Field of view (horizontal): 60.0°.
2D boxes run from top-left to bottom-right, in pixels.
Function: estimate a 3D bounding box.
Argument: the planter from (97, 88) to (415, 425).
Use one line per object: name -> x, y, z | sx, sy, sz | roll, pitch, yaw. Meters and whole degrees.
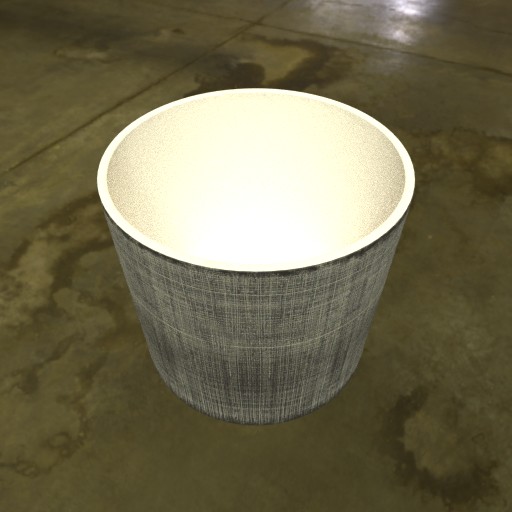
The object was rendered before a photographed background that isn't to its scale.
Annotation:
planter -> 0.000, 0.000, 0.388 | 0.221, 0.201, 0.221 | 0, 46, 0
